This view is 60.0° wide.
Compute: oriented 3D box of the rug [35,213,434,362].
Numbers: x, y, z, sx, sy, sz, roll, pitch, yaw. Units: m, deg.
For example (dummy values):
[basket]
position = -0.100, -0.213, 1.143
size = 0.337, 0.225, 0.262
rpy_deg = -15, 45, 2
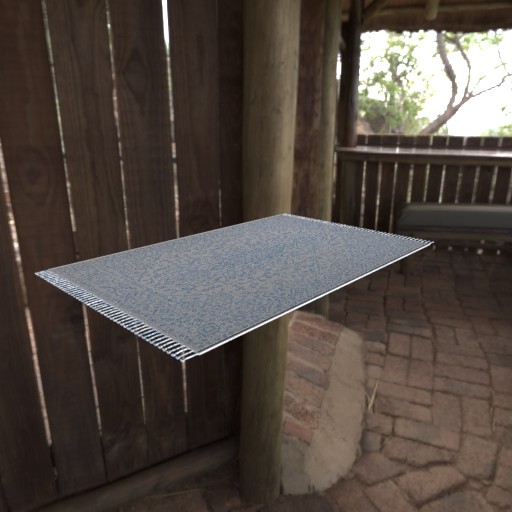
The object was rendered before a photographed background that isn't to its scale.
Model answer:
[rug]
position = 0.000, 0.000, 3.125
size = 1.524, 0.010, 2.438
rpy_deg = 16, 24, 41
